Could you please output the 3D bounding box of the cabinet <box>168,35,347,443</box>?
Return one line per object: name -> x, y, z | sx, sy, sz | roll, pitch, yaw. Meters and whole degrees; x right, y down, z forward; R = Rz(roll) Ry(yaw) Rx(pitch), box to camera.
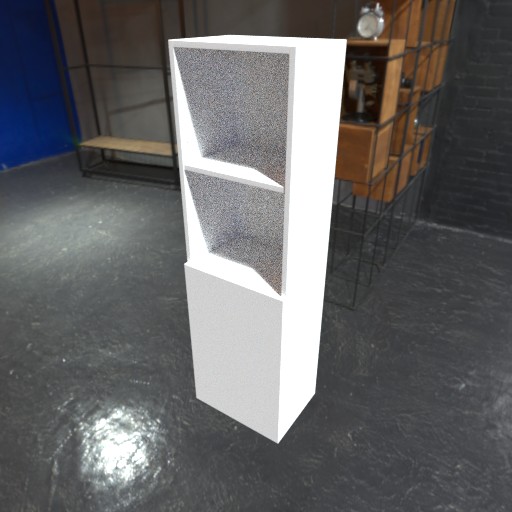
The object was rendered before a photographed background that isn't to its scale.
cabinet -> 0.000, 0.000, 1.539 | 0.400, 1.350, 0.300 | 18, 34, 29
